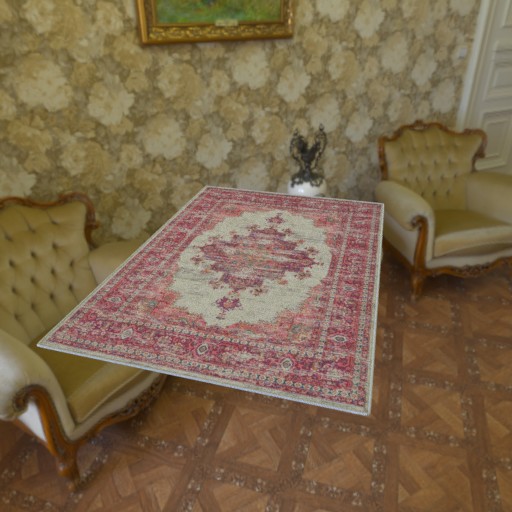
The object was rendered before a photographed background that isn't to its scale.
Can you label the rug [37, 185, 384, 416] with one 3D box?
[{"bbox_3d":[0.000,0.000,3.687,2.005,0.014,2.878,8,30,13],"label":"rug"}]
